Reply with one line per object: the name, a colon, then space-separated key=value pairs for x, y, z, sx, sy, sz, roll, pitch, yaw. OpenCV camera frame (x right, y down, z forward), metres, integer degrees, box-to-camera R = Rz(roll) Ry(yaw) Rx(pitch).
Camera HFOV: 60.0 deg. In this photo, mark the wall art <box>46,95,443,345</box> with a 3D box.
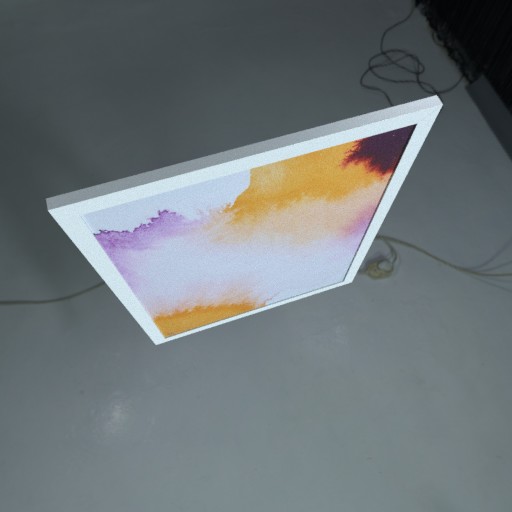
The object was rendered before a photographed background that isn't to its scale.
wall art: x=0.000 y=0.000 z=0.615 sx=0.382 sy=0.456 sz=0.013 roll=-17 pitch=65 yaw=-8
